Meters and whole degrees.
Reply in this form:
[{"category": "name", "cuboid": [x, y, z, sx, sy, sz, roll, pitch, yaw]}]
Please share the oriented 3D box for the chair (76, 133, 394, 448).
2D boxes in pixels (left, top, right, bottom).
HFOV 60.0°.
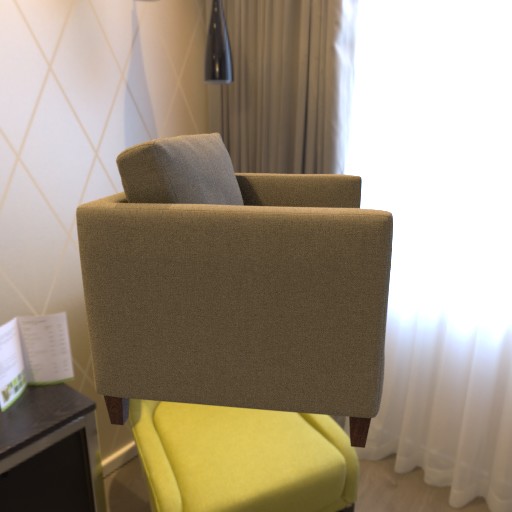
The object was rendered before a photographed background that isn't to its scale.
[{"category": "chair", "cuboid": [0.000, 0.000, 1.811, 0.959, 0.963, 1.107, 2, 16, 8]}]
